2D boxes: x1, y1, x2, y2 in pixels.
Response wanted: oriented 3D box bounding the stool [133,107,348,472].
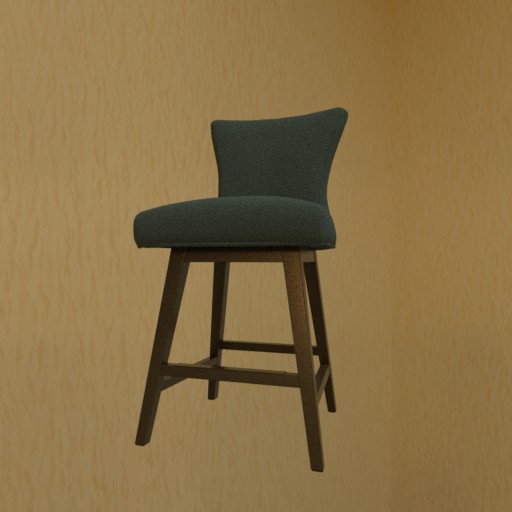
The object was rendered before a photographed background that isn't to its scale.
[{"bbox_3d":[0.000,0.000,1.349,0.514,1.000,0.574,0,-1,18],"label":"stool"}]
